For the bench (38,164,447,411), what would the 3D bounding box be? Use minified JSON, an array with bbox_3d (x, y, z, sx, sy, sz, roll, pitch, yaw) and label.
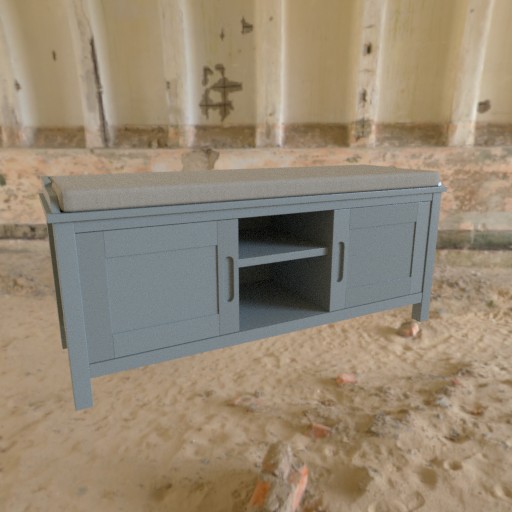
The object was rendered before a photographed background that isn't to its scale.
[{"bbox_3d":[0.000,0.000,1.354,1.140,0.501,0.398,-8,17,-26],"label":"bench"}]
